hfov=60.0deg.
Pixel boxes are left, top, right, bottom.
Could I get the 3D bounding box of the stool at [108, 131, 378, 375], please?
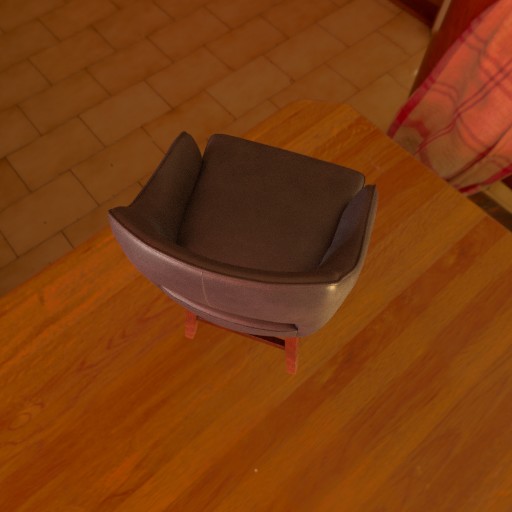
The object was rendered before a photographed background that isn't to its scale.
[{"bbox_3d":[0.000,0.000,1.263,0.550,0.936,0.560,17,65,8],"label":"stool"}]
